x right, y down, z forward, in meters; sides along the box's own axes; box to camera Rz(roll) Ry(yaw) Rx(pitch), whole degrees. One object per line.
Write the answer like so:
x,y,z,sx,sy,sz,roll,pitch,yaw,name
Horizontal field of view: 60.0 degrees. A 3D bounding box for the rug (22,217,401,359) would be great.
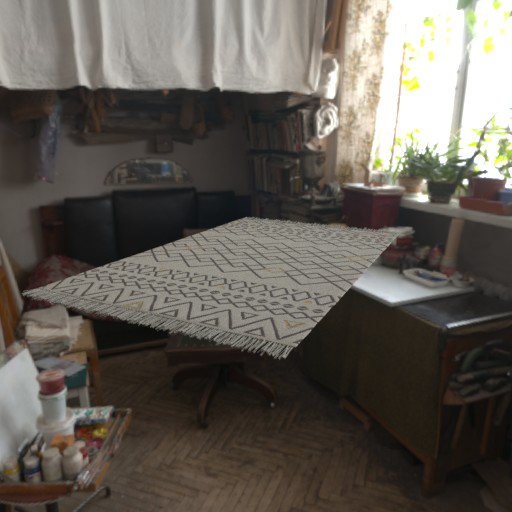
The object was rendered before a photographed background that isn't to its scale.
0.000,0.000,3.015,1.495,0.035,2.472,8,17,26,rug
